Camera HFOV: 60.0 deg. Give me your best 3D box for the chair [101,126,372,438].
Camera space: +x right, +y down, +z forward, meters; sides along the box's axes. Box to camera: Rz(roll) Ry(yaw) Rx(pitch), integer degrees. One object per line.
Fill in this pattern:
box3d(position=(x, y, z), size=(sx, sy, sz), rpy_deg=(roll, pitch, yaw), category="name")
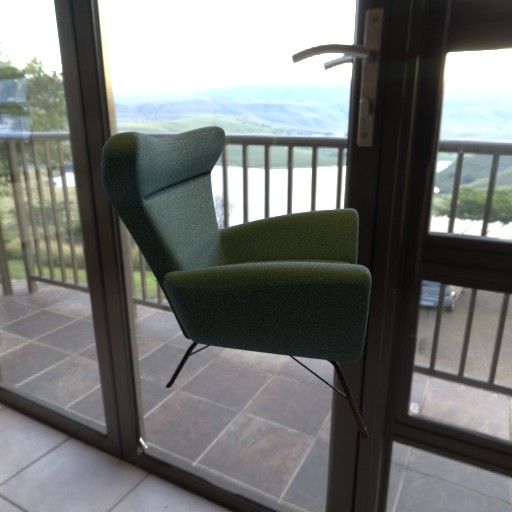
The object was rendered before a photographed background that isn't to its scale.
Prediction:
box3d(position=(0.000, 0.000, 1.768), size=(0.900, 0.980, 1.050), rpy_deg=(3, 17, 10), category="chair")
